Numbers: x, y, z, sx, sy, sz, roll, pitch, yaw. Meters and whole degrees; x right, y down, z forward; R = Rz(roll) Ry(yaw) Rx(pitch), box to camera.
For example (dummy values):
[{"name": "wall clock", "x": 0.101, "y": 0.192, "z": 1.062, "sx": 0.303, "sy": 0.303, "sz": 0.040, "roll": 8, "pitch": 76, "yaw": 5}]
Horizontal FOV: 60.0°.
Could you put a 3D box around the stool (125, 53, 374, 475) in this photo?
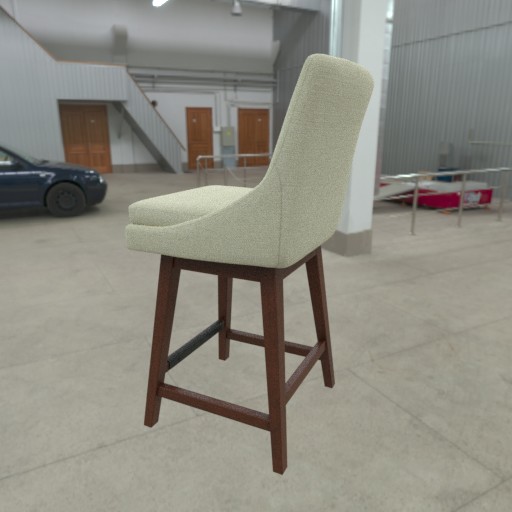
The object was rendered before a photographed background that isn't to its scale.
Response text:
[{"name": "stool", "x": 0.000, "y": 0.000, "z": 1.272, "sx": 0.559, "sy": 0.991, "sz": 0.469, "roll": 8, "pitch": 18, "yaw": 25}]
